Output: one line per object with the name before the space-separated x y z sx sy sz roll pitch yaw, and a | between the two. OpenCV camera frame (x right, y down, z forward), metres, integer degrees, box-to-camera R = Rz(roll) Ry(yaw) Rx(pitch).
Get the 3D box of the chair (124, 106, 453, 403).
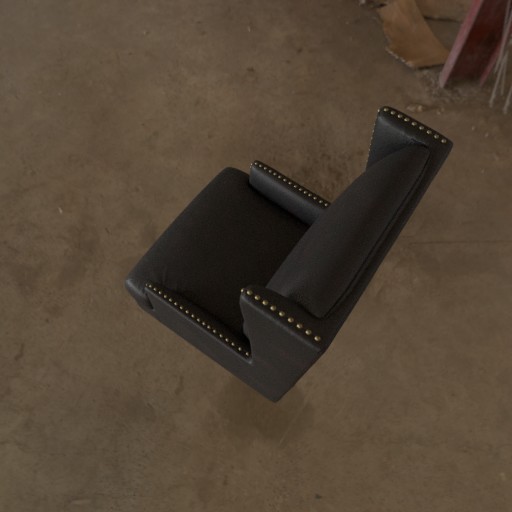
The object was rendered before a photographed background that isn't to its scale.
chair | 0.000 0.000 1.614 0.799 1.142 0.703 31 67 15
